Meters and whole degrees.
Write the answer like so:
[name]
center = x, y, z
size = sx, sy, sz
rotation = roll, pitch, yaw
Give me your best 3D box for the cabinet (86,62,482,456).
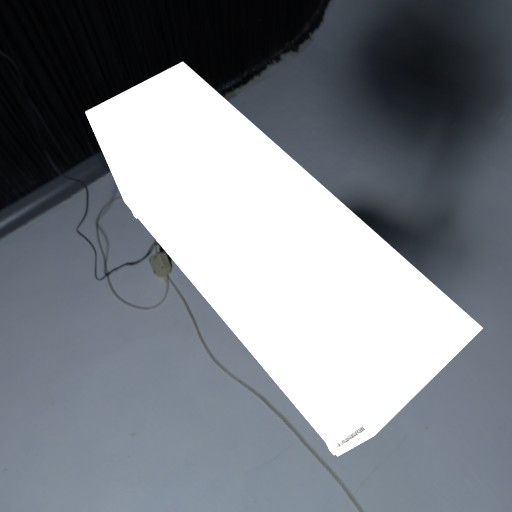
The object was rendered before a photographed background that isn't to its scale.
[cabinet]
center = 0.000, 0.000, 1.974
size = 0.500, 0.780, 1.649
rotation = -36, 67, -18
